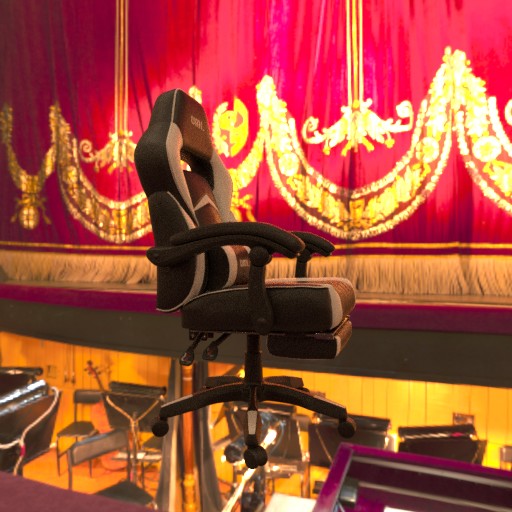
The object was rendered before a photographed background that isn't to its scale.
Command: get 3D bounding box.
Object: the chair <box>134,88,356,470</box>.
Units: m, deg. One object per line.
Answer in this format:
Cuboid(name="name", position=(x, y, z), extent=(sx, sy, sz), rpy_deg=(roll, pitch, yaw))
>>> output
Cuboid(name="chair", position=(0.000, 0.000, 1.583), extent=(0.700, 1.200, 0.676), rpy_deg=(0, 0, 19))
